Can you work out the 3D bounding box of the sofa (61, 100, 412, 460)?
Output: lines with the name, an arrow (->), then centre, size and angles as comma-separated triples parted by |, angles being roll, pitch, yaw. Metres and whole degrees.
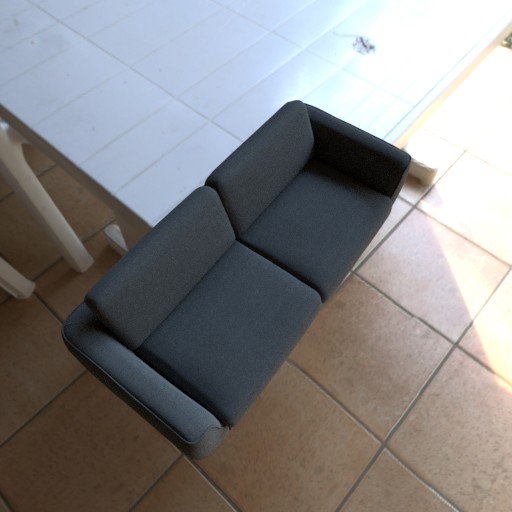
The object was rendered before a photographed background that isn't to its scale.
sofa -> 0.000, 0.000, 2.462 | 0.920, 0.850, 2.000 | 32, 64, 18
